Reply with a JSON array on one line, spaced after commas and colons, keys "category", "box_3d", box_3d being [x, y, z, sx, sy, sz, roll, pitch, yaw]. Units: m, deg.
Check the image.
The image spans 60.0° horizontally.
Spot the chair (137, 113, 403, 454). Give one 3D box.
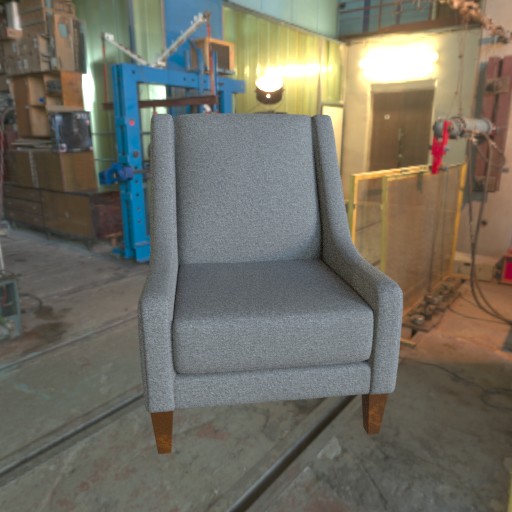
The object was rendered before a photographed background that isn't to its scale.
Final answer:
[{"category": "chair", "box_3d": [0.000, 0.000, 1.611, 0.774, 1.016, 0.870, -2, 16, -8]}]
